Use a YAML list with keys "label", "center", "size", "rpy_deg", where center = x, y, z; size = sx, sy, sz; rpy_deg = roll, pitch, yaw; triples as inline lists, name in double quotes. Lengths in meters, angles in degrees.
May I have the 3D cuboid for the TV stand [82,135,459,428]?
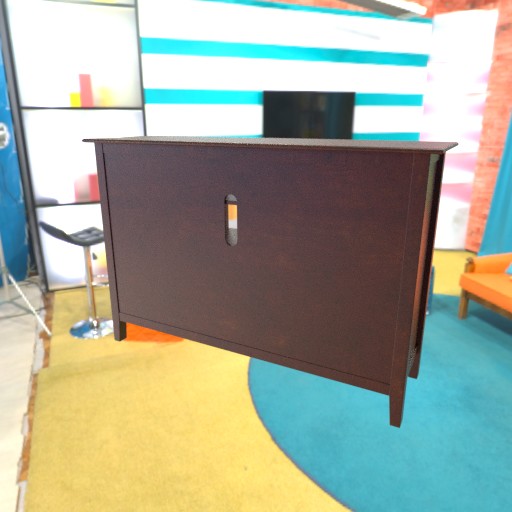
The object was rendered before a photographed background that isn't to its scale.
- label: "TV stand"
  center: [0.000, 0.000, 1.808]
  size: [1.372, 0.915, 0.445]
  rpy_deg: [9, 19, 27]
